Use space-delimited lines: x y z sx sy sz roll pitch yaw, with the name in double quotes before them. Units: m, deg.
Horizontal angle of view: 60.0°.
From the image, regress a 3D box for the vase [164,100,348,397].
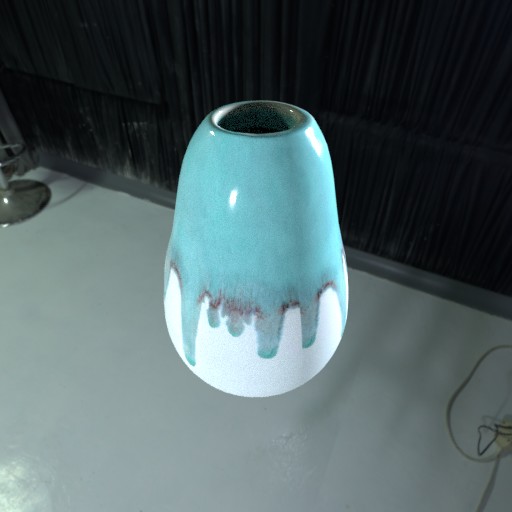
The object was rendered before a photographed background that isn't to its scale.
"vase" 0.000 0.000 0.256 0.116 0.179 0.116 0 45 0
